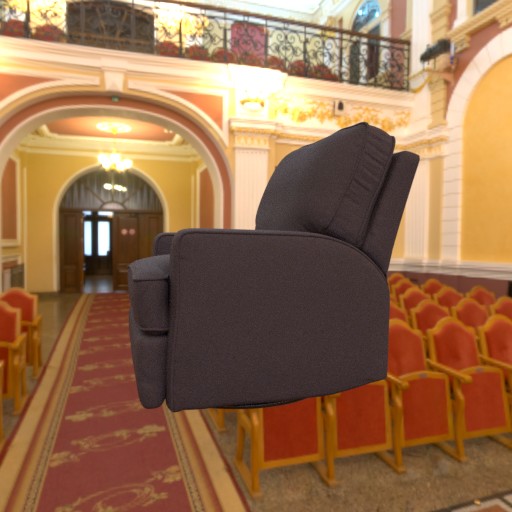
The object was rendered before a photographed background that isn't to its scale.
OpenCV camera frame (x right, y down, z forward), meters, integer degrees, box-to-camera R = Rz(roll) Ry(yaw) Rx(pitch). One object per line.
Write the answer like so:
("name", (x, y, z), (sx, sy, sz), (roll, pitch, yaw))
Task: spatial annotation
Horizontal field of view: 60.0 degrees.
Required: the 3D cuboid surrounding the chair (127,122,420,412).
("chair", (0.000, 0.000, 1.747), (0.964, 0.962, 0.861), (-1, 2, -17))
